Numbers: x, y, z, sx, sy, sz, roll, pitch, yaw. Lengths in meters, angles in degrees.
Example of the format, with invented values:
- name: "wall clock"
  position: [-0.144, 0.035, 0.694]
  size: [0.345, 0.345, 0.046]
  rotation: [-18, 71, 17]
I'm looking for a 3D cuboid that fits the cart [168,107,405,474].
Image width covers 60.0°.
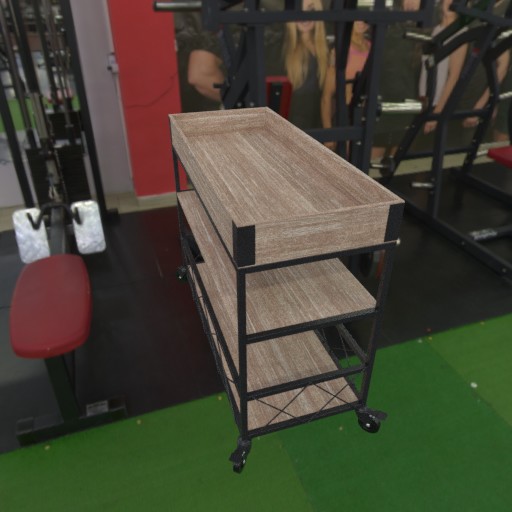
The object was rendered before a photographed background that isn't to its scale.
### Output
- name: "cart"
  position: [0.000, 0.000, 1.561]
  size: [0.500, 0.787, 1.101]
  rotation: [-10, 33, -15]
